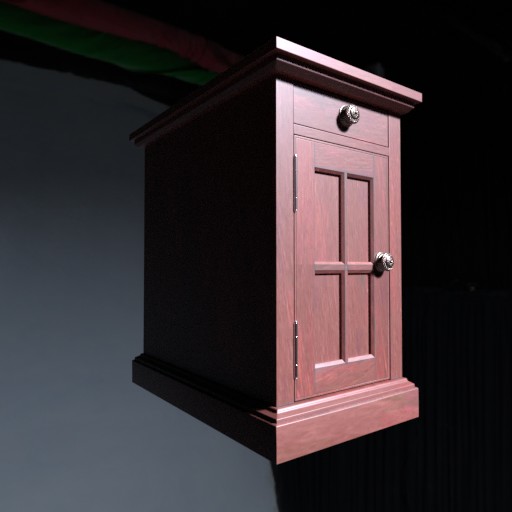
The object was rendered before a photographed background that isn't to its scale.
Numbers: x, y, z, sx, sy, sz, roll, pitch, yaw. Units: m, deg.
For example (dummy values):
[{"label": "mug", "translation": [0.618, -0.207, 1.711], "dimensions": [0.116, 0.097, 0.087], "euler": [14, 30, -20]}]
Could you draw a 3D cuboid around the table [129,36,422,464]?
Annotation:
[{"label": "table", "translation": [0.000, 0.000, 0.967], "dimensions": [0.356, 0.612, 0.584], "euler": [1, -2, -36]}]
